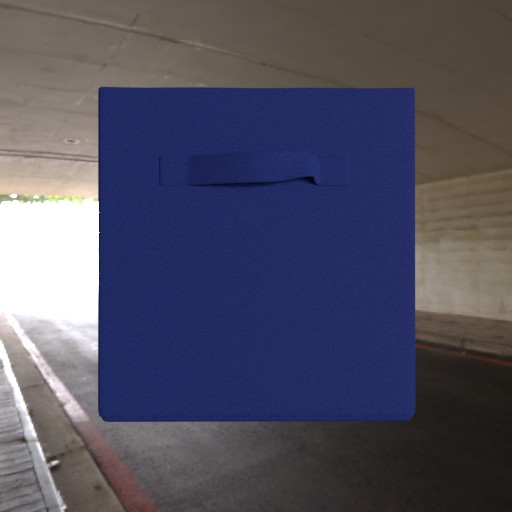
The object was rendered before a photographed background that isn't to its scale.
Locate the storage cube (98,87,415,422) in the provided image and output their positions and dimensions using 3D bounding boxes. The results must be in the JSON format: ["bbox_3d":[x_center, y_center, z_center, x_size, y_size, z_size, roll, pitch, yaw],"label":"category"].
[{"bbox_3d":[0.000,0.000,0.486,0.270,0.280,0.270,0,0,0],"label":"storage cube"}]
